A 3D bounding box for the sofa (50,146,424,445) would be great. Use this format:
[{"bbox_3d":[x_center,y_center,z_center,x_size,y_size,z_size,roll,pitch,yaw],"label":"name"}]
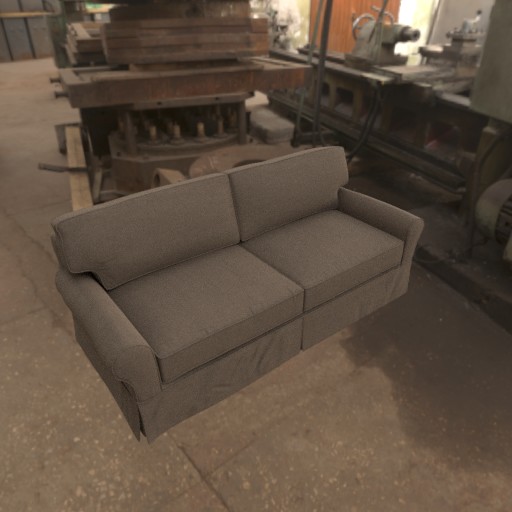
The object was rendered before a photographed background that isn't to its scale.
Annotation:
[{"bbox_3d":[0.000,0.000,2.806,2.248,0.943,0.991,-21,37,-32],"label":"sofa"}]
